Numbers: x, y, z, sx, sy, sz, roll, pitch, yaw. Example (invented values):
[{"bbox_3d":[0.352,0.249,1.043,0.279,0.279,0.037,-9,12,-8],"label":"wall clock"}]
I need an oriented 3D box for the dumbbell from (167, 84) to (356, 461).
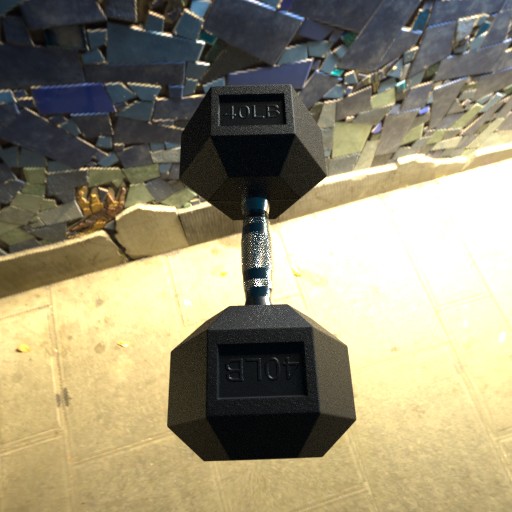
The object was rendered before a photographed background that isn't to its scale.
[{"bbox_3d":[0.000,0.000,0.432,0.157,0.137,0.361,-2,65,-1],"label":"dumbbell"}]
